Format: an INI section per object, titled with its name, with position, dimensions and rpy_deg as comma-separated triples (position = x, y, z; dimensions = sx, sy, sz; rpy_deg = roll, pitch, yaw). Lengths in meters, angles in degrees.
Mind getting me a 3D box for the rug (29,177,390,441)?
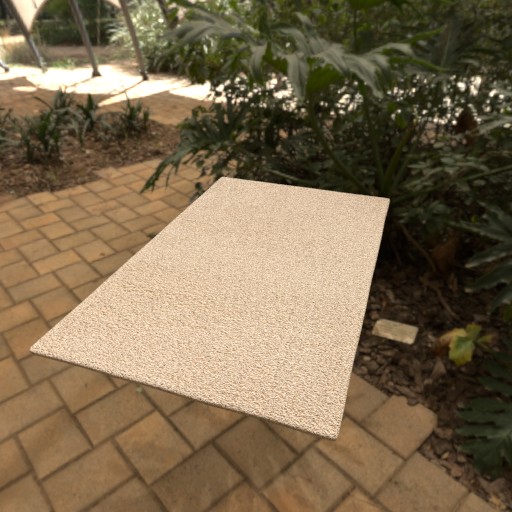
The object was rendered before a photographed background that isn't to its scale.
[rug]
position = 0.000, 0.000, 2.941
dimensions = 1.524, 0.030, 2.438
rpy_deg = 10, 33, 16
